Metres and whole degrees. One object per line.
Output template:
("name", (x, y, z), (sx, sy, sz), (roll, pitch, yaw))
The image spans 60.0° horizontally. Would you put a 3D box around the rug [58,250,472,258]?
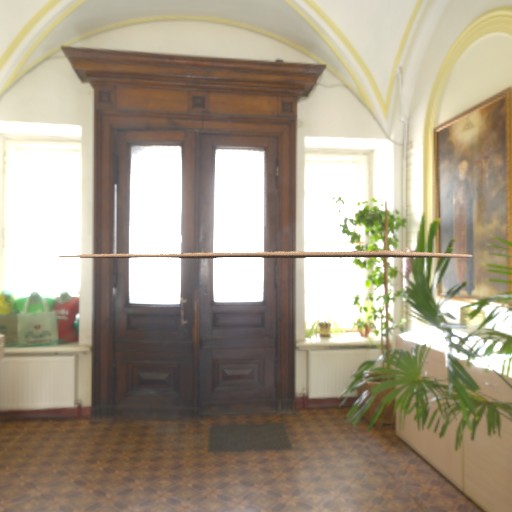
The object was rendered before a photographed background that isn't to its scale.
("rug", (0.000, 0.000, 3.077), (2.464, 0.023, 1.521), (0, -1, 37))
